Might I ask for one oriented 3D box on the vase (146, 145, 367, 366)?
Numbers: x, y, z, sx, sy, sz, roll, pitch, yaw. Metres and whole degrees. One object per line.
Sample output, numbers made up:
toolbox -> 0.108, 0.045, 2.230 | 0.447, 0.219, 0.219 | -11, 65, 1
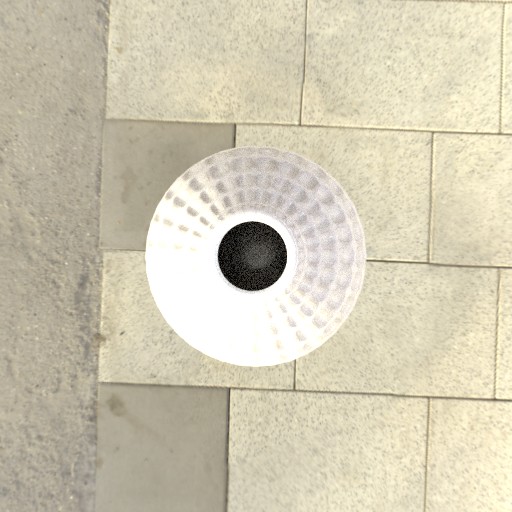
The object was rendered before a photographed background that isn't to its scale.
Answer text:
vase -> 0.000, 0.000, 0.262 | 0.128, 0.167, 0.128 | 0, 90, 1
